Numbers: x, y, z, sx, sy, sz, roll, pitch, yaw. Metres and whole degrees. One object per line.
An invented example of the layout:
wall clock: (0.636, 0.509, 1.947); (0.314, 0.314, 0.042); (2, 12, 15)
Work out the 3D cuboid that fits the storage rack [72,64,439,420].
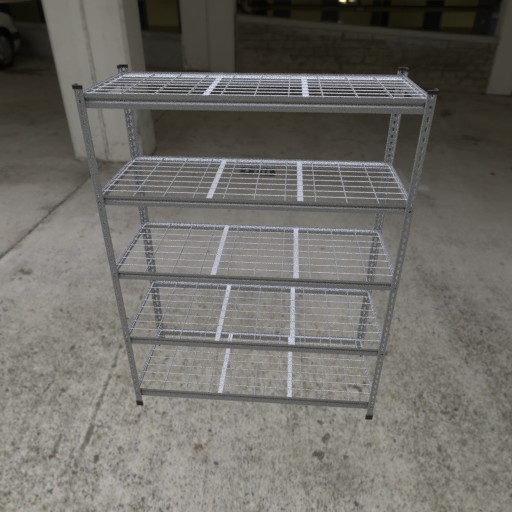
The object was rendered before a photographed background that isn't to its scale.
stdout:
storage rack: (0.000, 0.000, 2.593); (1.524, 1.981, 0.610); (2, 31, 4)
